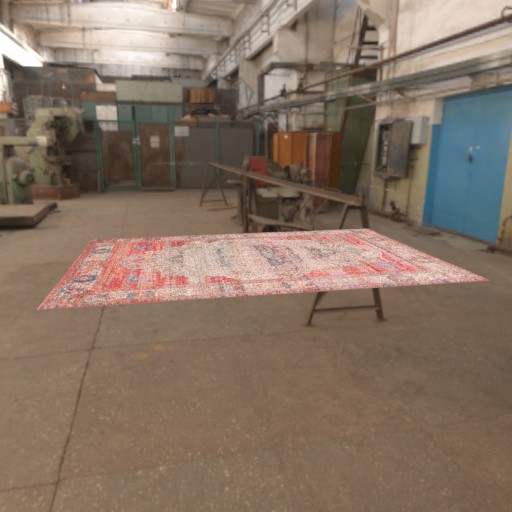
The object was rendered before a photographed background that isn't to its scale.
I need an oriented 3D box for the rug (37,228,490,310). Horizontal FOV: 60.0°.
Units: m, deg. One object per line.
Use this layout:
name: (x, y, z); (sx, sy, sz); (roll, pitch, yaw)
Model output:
rug: (0.000, 0.000, 2.324); (1.829, 0.006, 1.219); (-3, 15, -11)
